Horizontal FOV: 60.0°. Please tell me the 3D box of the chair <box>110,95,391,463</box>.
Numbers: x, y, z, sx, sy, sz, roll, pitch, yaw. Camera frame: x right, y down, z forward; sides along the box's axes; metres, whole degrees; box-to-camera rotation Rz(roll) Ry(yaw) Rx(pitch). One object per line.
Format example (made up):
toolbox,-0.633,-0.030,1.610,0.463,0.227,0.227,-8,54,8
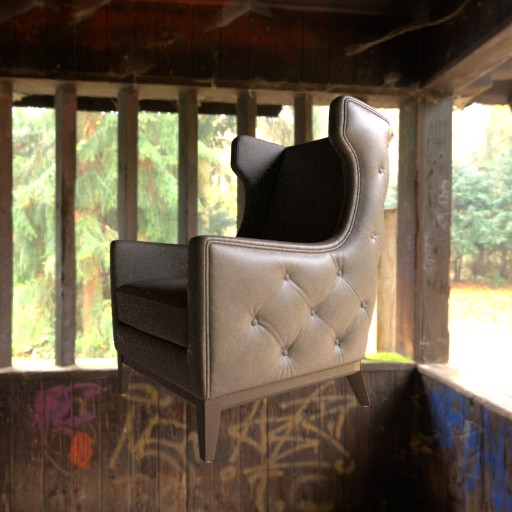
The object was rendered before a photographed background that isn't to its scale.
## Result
chair,0.000,0.000,1.673,0.899,1.079,0.769,0,1,-35
